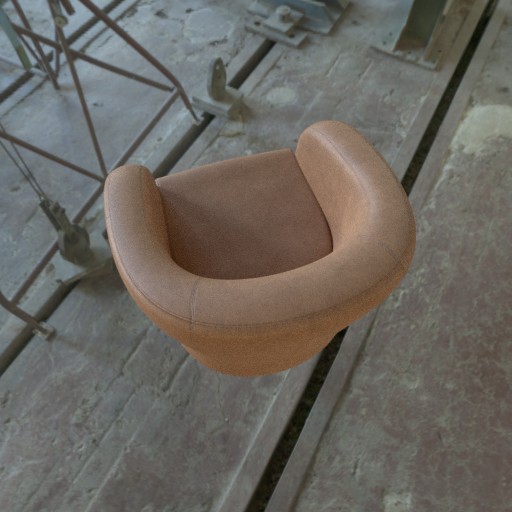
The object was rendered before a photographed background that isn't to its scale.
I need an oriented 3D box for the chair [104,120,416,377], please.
[{"bbox_3d":[0.000,0.000,1.427,0.791,0.771,0.815,-15,61,-9],"label":"chair"}]
